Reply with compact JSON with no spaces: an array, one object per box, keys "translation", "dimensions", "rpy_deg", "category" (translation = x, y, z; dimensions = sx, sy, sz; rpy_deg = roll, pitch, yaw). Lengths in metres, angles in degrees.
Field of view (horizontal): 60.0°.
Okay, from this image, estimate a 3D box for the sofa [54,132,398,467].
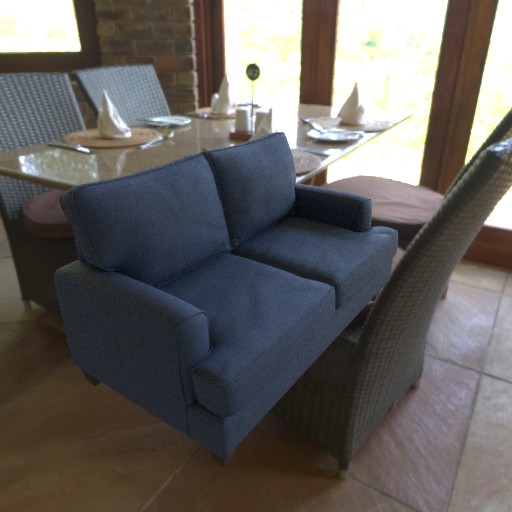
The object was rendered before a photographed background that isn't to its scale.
[{"translation":[0.000,0.000,2.236],"dimensions":[0.965,0.965,1.651],"rpy_deg":[17,31,32],"category":"sofa"}]
